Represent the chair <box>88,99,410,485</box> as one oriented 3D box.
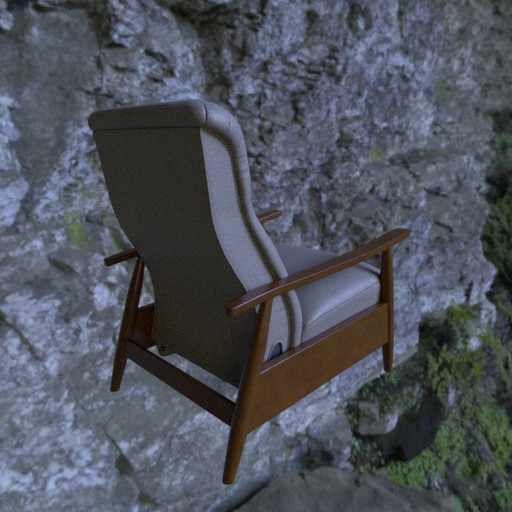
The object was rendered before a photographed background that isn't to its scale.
[{"bbox_3d":[0.000,0.000,1.738,1.032,1.082,0.762,-14,20,-43],"label":"chair"}]
